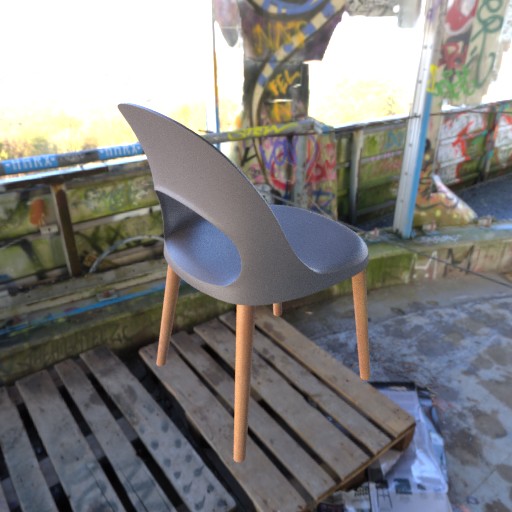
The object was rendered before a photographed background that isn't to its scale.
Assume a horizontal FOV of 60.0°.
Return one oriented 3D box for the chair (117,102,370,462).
[{"bbox_3d":[0.000,0.000,1.149,0.556,0.795,0.470,-19,32,-32],"label":"chair"}]
